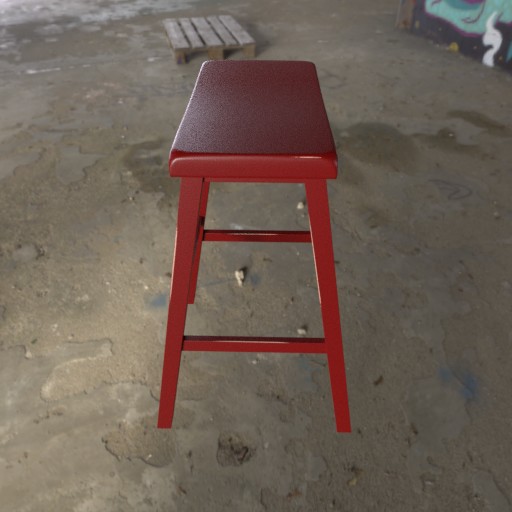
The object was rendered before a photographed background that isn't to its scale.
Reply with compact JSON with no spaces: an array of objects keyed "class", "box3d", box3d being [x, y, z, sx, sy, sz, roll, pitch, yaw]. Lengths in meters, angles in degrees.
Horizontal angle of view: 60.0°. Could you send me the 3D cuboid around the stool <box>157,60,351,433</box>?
[{"class":"stool","box3d":[0.000,0.000,1.025,0.476,0.737,0.457,1,40,1]}]
